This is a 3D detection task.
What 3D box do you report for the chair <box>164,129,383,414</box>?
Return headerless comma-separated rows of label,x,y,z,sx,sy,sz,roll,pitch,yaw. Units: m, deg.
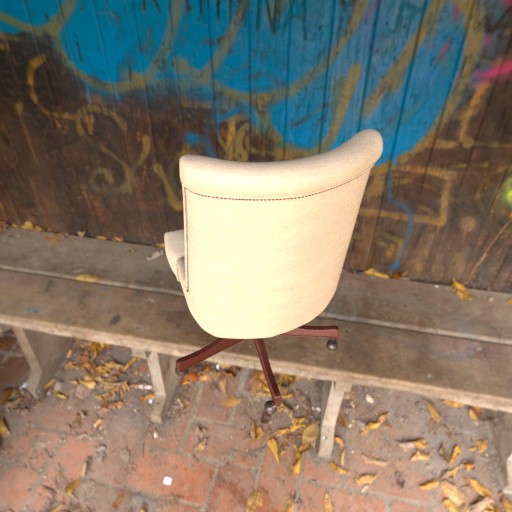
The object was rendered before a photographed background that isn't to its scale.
chair,0.000,0.000,1.434,0.645,1.010,0.696,-11,42,-13
